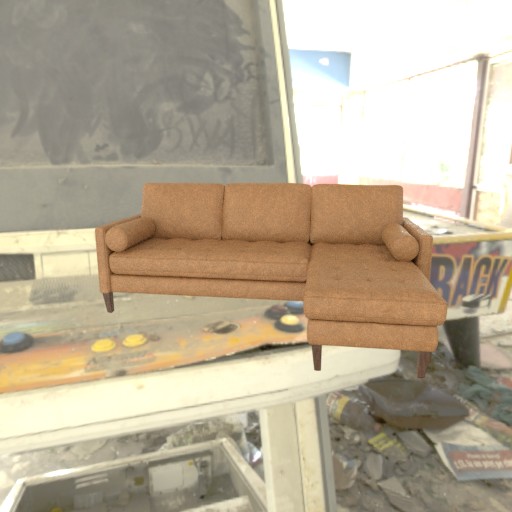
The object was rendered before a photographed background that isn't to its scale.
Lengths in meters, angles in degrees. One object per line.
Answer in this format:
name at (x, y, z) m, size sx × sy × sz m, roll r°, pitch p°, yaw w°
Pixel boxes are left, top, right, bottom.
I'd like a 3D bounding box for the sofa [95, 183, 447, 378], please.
sofa at (0.000, 0.000, 2.904) m, size 2.178 × 0.876 × 1.506 m, roll 2°, pitch 13°, yaw 8°
